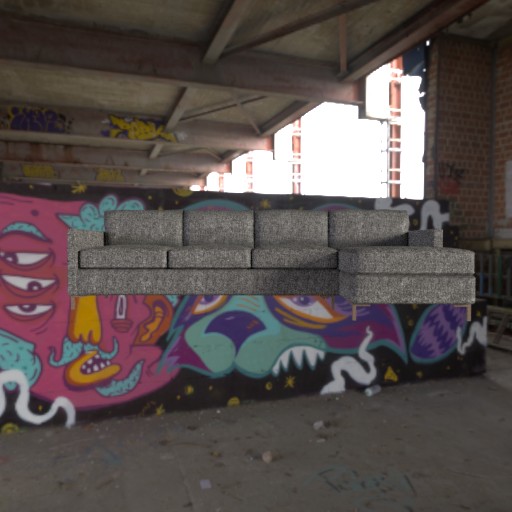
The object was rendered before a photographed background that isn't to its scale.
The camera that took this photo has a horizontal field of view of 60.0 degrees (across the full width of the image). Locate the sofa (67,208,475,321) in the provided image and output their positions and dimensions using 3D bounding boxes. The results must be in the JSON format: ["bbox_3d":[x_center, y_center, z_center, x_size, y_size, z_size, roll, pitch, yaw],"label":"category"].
[{"bbox_3d":[0.000,0.000,4.111,3.384,0.970,1.488,0,1,1],"label":"sofa"}]
